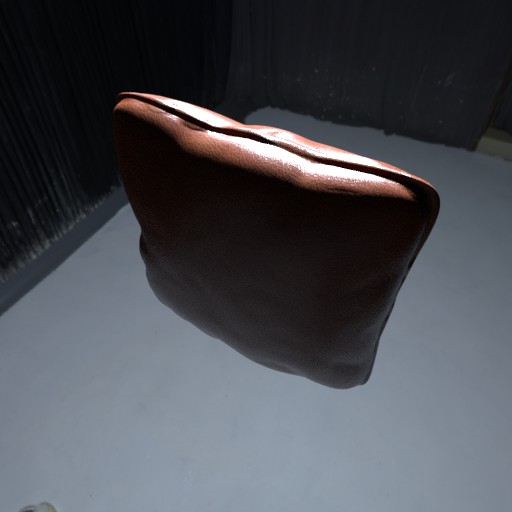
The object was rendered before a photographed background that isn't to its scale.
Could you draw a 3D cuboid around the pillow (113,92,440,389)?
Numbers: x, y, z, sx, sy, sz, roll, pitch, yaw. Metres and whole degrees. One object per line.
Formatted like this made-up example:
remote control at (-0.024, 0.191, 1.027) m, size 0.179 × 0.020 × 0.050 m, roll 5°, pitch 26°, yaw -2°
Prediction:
pillow at (0.000, 0.000, 0.806) m, size 0.532 × 0.523 × 0.236 m, roll 22°, pitch 50°, yaw 20°
